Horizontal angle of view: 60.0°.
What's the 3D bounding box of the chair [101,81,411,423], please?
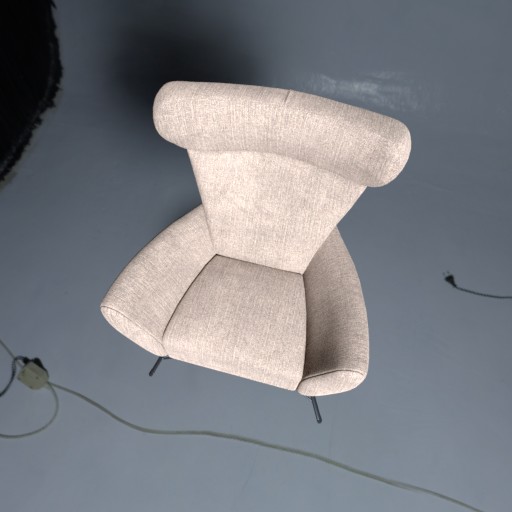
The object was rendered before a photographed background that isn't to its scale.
[{"bbox_3d":[0.000,0.000,1.776,0.980,1.040,0.900,13,59,8],"label":"chair"}]
